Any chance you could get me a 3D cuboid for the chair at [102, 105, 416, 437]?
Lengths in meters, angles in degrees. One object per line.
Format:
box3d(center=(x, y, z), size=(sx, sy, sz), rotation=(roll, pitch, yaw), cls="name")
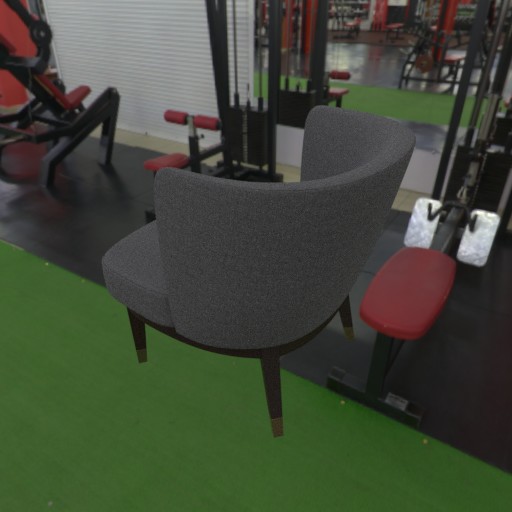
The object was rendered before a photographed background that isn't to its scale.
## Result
box3d(center=(0.000, 0.000, 1.217), size=(0.698, 0.695, 0.639), rotation=(20, 37, 29), cls="chair")
